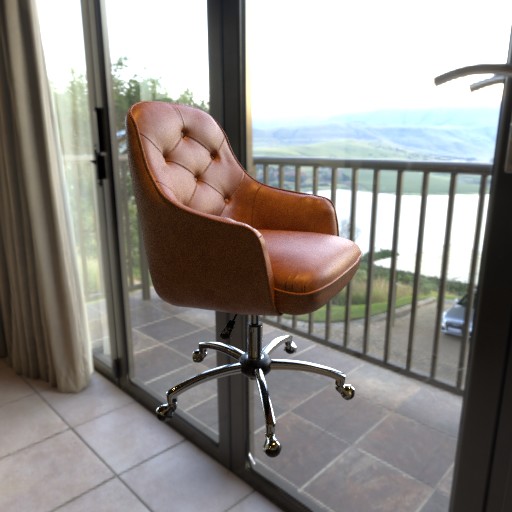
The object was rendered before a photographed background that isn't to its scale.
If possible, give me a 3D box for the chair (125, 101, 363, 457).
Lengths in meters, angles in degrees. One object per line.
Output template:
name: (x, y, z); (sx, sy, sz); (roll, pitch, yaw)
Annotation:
chair: (0.000, 0.000, 1.353); (0.615, 0.909, 0.628); (7, 16, 26)
